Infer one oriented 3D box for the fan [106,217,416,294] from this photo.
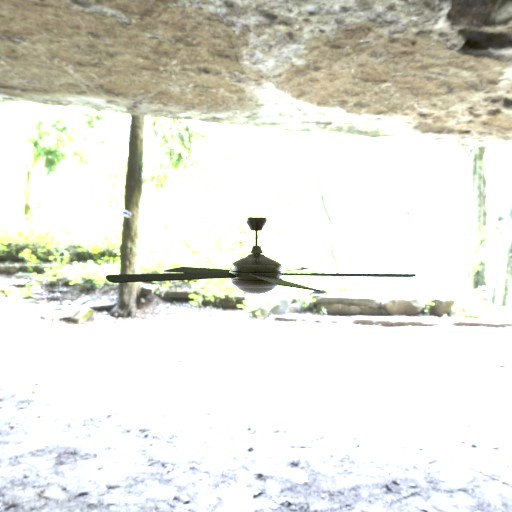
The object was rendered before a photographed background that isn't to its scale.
[{"bbox_3d":[0.000,0.000,2.056,1.321,0.356,1.321,-1,2,-36],"label":"fan"}]
